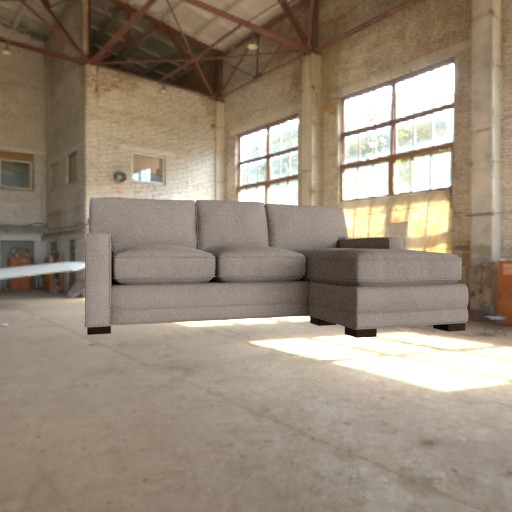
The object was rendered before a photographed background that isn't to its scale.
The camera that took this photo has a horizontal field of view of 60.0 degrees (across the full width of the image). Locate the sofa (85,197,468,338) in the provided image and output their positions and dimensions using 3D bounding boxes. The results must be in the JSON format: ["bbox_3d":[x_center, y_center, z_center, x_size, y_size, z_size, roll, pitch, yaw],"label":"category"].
[{"bbox_3d":[0.000,0.000,2.904,2.087,0.861,1.496,0,0,-19],"label":"sofa"}]
